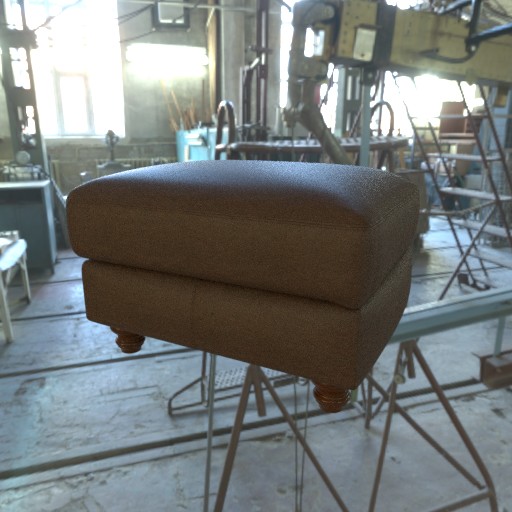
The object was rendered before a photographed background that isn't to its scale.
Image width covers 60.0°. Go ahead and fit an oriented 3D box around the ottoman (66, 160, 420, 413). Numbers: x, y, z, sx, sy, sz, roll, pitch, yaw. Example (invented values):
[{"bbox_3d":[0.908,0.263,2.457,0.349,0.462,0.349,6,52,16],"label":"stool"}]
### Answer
[{"bbox_3d":[0.000,0.000,1.221,0.787,0.508,0.635,8,17,26],"label":"ottoman"}]
